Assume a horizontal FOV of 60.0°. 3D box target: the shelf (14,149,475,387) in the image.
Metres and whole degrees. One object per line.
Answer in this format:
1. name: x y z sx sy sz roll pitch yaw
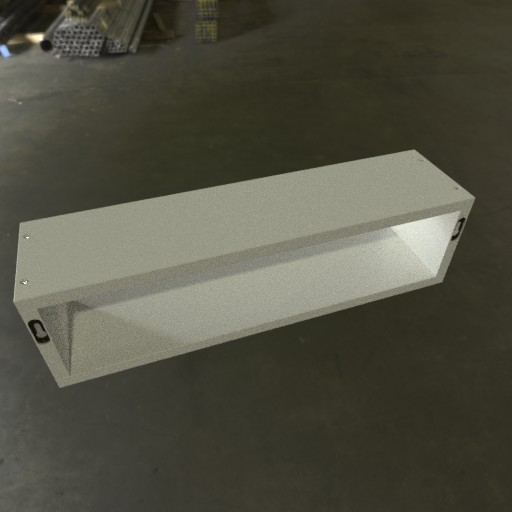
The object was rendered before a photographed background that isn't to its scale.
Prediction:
1. shelf: 0.000 0.000 0.666 0.610 0.170 0.150 -13 43 -14
